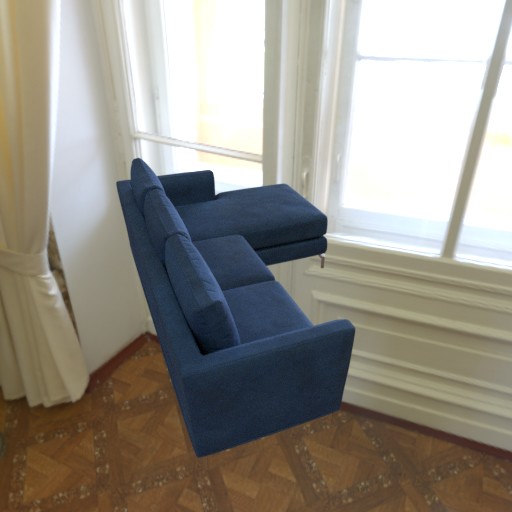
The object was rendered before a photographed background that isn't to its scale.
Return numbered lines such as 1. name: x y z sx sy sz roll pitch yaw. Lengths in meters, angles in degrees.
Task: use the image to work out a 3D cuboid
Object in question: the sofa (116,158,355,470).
1. sofa: 0.000 0.000 3.197 1.622 0.987 2.438 -11 32 -19
